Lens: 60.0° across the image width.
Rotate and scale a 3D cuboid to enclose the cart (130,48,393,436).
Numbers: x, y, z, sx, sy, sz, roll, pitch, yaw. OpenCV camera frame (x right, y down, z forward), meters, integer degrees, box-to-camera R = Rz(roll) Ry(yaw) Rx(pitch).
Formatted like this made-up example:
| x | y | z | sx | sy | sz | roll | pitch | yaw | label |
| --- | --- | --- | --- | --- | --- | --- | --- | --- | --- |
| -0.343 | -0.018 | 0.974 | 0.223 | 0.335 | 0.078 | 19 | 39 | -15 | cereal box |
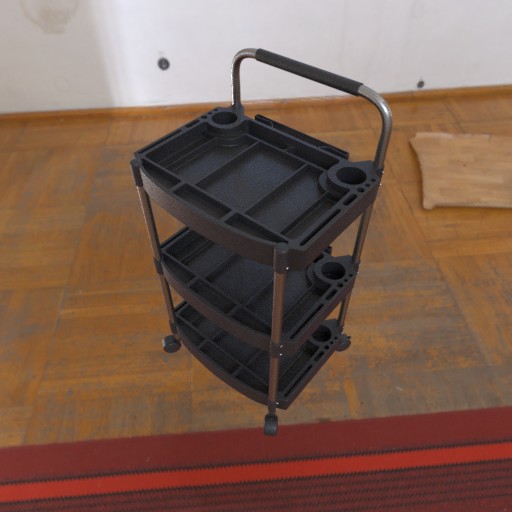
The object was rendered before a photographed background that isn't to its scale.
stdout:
| x | y | z | sx | sy | sz | roll | pitch | yaw | label |
| --- | --- | --- | --- | --- | --- | --- | --- | --- | --- |
| 0.000 | 0.000 | 1.397 | 0.584 | 1.075 | 0.518 | 32 | 54 | 26 | cart |
